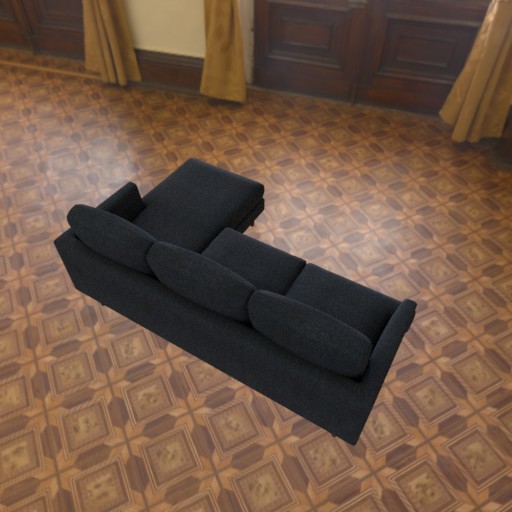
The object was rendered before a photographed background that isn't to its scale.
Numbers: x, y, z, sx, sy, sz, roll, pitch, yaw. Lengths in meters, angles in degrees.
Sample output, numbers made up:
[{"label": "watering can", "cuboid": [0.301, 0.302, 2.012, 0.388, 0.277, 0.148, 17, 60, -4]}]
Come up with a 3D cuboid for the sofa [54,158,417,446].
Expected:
[{"label": "sofa", "cuboid": [0.000, 0.000, 3.119, 2.233, 0.956, 1.504, 24, 52, 20]}]
